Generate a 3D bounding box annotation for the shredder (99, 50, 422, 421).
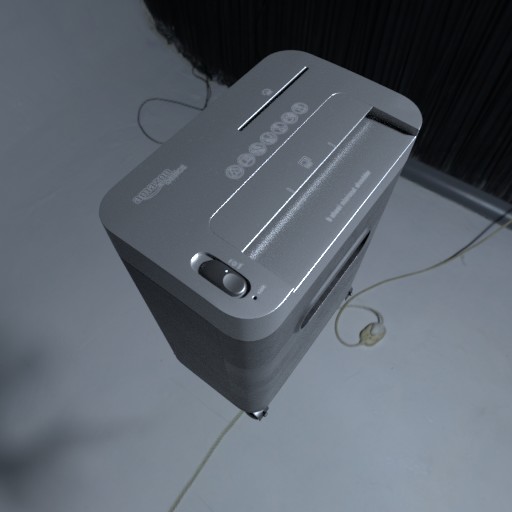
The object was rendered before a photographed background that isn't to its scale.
[{"bbox_3d":[0.000,0.000,0.611,0.237,0.419,0.311,33,64,18],"label":"shredder"}]
